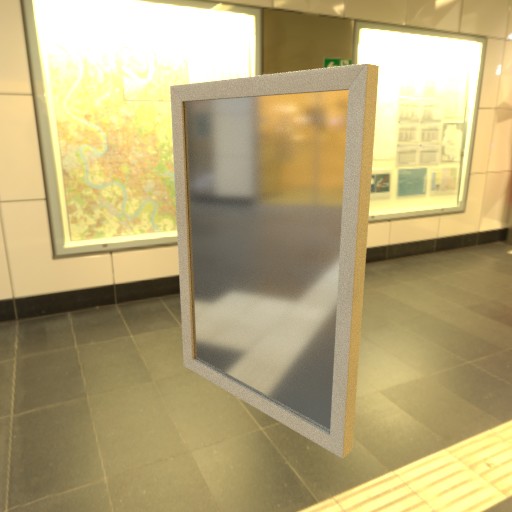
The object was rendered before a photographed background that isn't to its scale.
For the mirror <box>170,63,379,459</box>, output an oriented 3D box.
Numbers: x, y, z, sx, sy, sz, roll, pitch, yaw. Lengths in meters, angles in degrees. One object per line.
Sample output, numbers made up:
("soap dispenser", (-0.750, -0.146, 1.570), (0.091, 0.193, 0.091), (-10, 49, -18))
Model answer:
("mirror", (0.000, 0.000, 0.946), (0.507, 0.710, 0.040), (15, 22, 42))
